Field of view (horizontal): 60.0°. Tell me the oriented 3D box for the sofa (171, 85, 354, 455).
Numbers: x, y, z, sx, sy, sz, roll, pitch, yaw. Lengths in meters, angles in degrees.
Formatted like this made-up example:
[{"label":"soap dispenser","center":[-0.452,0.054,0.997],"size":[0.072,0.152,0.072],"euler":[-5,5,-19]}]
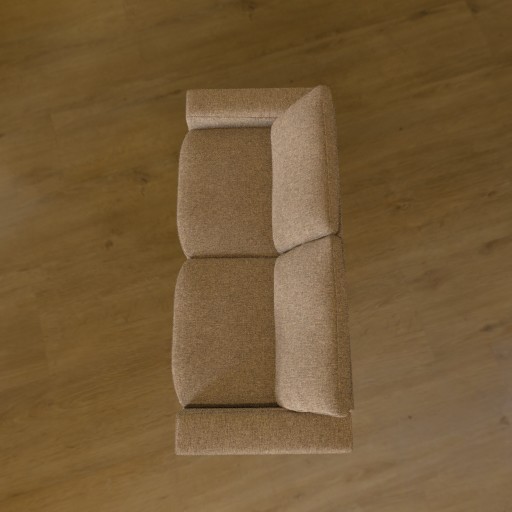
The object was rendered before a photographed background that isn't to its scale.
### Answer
[{"label":"sofa","center":[0.000,0.000,2.812],"size":[1.040,0.922,2.299],"euler":[-1,75,0]}]
